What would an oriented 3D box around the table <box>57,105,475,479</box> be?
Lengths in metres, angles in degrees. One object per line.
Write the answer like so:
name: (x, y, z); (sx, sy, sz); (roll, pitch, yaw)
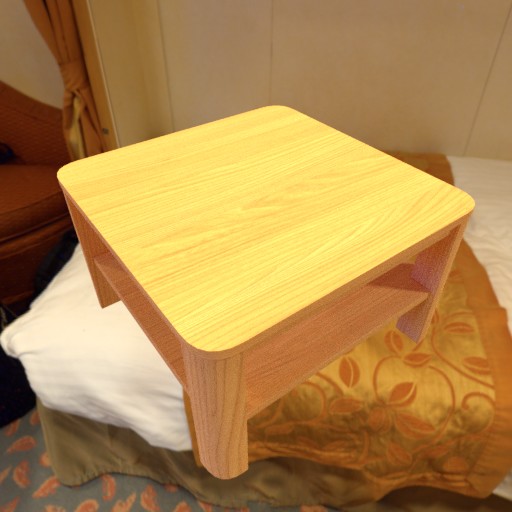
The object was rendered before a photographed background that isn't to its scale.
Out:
table: (0.000, 0.000, 1.211); (0.750, 0.450, 0.750); (-25, 46, -27)
